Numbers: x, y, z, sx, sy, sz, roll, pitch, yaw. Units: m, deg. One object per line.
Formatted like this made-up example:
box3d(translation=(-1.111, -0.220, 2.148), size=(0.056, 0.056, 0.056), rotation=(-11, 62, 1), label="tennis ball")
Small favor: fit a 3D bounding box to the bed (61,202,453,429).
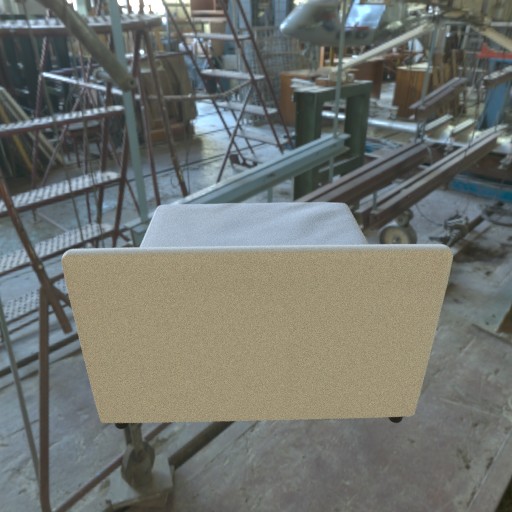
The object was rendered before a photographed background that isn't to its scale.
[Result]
box3d(translation=(0.000, 0.000, 3.583), size=(2.119, 1.317, 2.341), rotation=(-1, 29, -1), label="bed")
